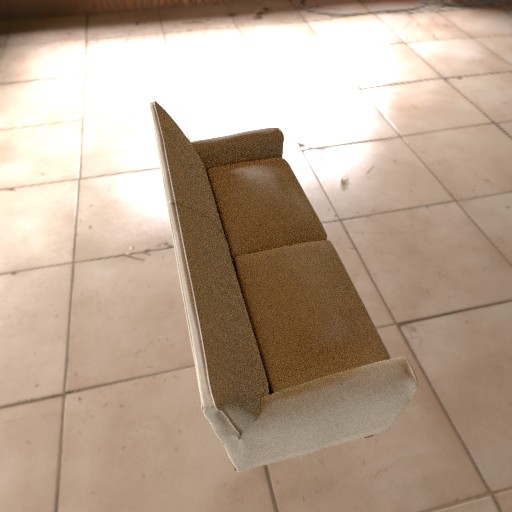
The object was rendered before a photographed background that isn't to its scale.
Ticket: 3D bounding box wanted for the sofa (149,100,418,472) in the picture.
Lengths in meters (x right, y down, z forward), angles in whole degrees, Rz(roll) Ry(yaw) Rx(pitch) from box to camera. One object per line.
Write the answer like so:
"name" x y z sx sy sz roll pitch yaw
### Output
"sofa" 0.000 0.000 2.393 0.841 0.907 2.001 -10 47 -10
